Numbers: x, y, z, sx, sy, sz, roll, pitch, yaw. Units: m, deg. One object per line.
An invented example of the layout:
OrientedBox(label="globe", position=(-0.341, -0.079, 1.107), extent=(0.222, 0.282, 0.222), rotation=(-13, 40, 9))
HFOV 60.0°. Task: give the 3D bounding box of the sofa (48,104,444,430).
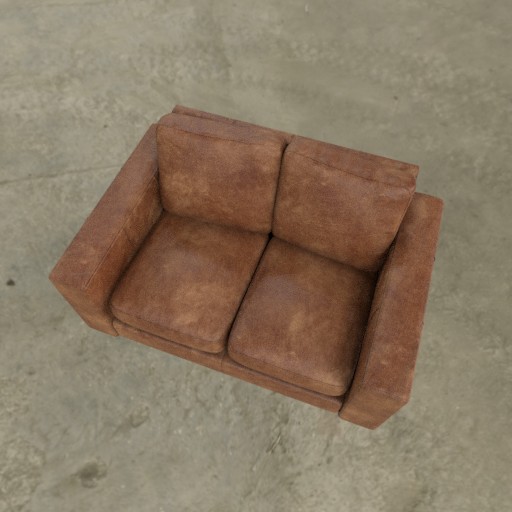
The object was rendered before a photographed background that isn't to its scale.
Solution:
OrientedBox(label="sofa", position=(0.000, 0.000, 2.220), extent=(1.626, 0.889, 1.041), rotation=(17, 60, 10))
